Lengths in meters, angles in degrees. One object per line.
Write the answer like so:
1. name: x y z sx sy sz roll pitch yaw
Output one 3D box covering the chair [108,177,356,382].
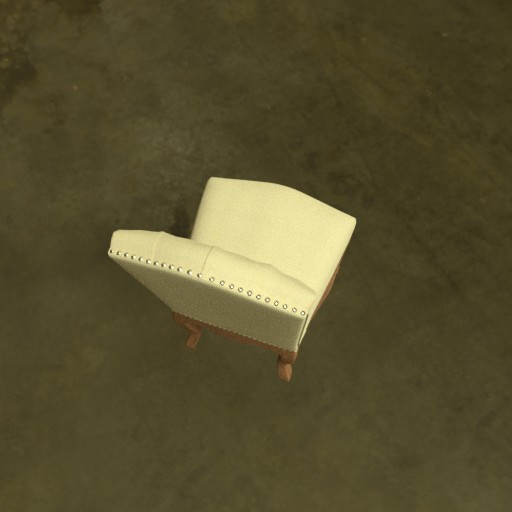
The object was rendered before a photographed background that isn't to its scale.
1. chair: 0.000 0.000 1.559 0.623 1.165 0.715 17 65 8
